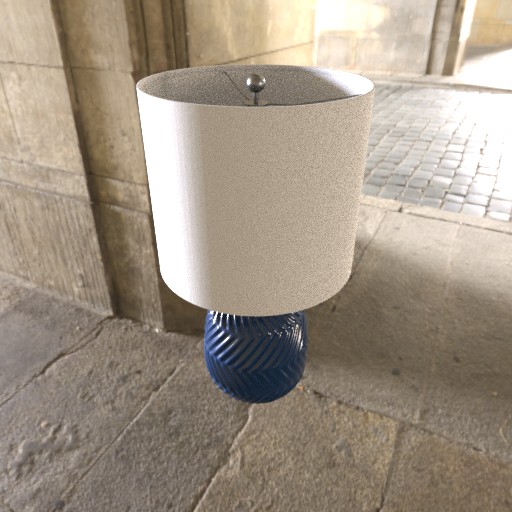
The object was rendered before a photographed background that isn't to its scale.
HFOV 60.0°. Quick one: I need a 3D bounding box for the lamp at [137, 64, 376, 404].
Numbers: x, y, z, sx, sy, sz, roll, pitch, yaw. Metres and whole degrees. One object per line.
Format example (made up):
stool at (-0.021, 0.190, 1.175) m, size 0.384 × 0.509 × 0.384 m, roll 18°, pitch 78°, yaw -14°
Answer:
lamp at (0.000, 0.000, 0.478) m, size 0.203 × 0.368 × 0.203 m, roll -10°, pitch 32°, yaw -17°
